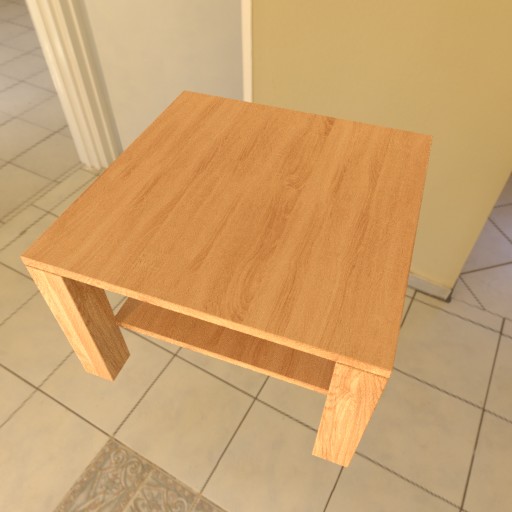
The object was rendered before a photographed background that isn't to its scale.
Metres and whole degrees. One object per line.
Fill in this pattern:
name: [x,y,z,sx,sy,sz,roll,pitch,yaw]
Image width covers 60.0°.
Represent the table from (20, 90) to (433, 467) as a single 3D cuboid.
table: [0.000,0.000,1.147,0.700,0.450,0.700,15,49,13]
